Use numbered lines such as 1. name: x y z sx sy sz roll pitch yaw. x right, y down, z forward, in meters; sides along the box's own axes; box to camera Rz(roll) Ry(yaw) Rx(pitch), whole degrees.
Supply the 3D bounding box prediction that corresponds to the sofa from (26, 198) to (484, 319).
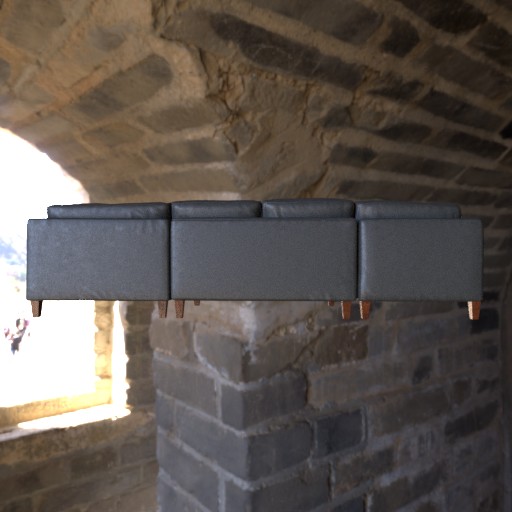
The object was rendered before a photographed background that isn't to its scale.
1. sofa: 0.000 0.000 4.563 3.460 0.923 2.593 0 0 2
